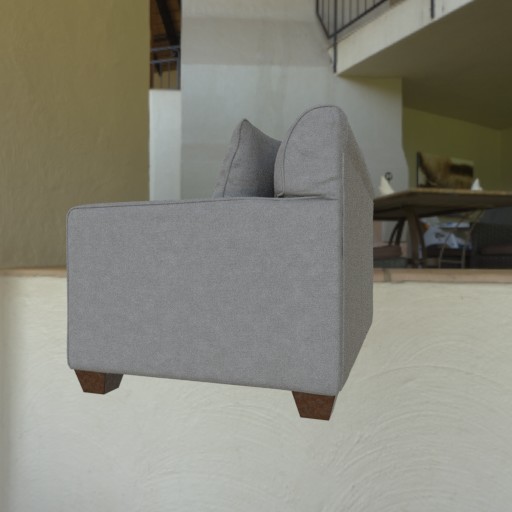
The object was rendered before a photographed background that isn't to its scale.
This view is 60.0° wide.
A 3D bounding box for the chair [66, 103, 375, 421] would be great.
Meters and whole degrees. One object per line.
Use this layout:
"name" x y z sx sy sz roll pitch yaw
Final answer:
"chair" 0.000 0.000 2.026 0.992 0.953 1.395 0 0 18
